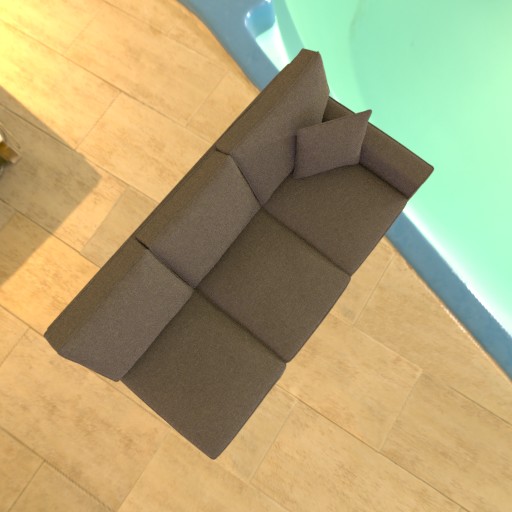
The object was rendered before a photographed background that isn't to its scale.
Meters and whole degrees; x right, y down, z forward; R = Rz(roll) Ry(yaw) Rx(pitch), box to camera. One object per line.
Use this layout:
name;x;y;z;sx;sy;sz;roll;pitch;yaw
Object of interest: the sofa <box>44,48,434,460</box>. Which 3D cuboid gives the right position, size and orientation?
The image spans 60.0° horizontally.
sofa;0.000;0.000;2.492;1.034;0.946;1.963;38;79;9
